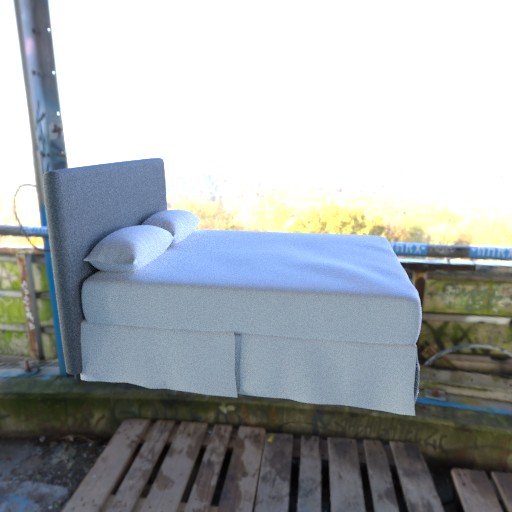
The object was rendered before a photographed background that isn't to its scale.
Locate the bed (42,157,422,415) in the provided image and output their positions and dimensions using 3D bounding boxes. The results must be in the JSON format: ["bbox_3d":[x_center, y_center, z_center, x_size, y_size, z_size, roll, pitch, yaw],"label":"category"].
[{"bbox_3d":[0.000,0.000,3.231,2.142,1.330,1.723,2,15,9],"label":"bed"}]
